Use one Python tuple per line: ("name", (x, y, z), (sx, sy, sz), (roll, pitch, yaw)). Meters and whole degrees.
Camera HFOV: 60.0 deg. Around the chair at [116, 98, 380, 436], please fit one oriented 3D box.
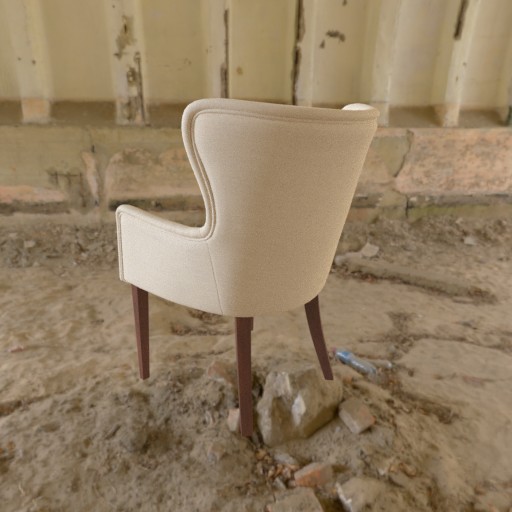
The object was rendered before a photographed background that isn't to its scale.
("chair", (0.000, 0.000, 1.513), (0.744, 0.990, 0.696), (17, 24, 42))
